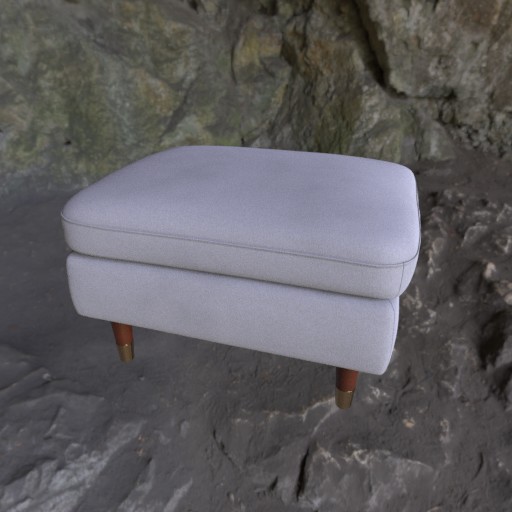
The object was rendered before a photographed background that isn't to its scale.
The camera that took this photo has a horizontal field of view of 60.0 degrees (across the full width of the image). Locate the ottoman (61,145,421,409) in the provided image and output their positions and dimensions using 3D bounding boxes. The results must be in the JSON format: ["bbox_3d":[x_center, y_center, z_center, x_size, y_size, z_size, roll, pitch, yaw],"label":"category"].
[{"bbox_3d":[0.000,0.000,1.131,0.747,0.478,0.593,8,28,15],"label":"ottoman"}]
